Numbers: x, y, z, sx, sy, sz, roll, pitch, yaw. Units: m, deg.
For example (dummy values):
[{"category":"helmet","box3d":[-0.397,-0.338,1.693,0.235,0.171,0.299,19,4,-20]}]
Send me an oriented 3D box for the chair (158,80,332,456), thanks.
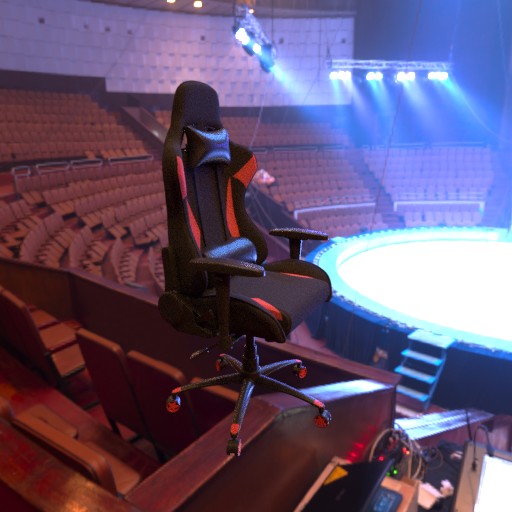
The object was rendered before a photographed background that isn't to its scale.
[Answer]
[{"category":"chair","box3d":[0.000,0.000,1.753,0.658,1.326,0.695,7,16,27]}]
